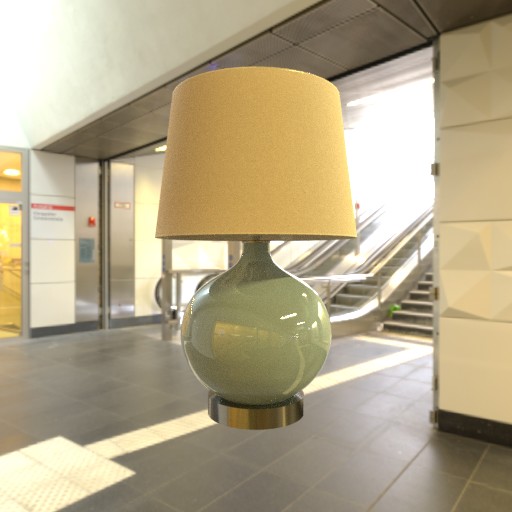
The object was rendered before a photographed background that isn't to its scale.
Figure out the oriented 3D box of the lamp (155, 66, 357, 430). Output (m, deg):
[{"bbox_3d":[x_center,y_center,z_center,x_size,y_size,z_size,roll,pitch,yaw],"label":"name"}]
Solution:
[{"bbox_3d":[0.000,0.000,0.553,0.247,0.387,0.247,0,0,0],"label":"lamp"}]
